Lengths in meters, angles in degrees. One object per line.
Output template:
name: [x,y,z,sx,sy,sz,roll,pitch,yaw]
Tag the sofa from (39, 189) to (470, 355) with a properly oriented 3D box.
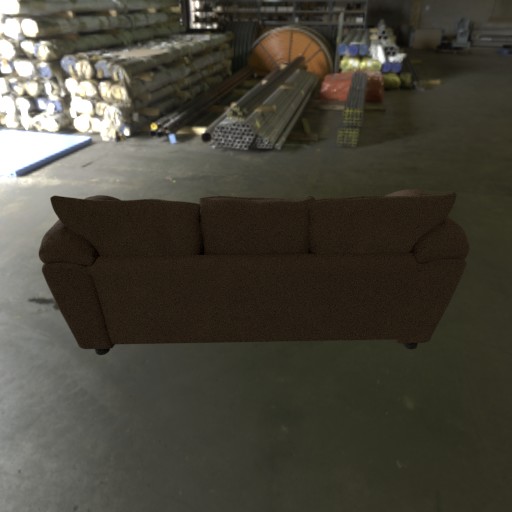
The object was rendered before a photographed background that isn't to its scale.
sofa: [0.000,0.000,2.773,2.336,1.015,0.878,-1,30,-1]
